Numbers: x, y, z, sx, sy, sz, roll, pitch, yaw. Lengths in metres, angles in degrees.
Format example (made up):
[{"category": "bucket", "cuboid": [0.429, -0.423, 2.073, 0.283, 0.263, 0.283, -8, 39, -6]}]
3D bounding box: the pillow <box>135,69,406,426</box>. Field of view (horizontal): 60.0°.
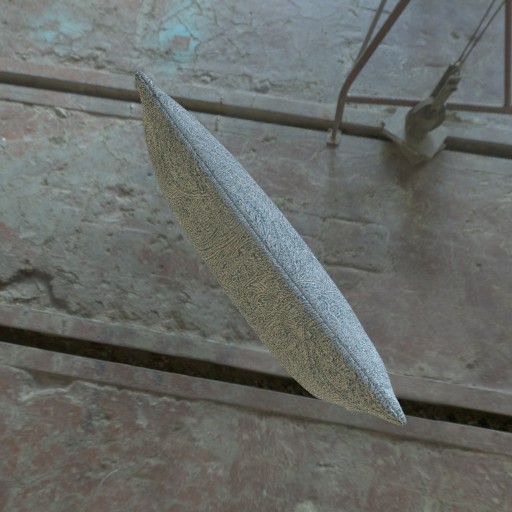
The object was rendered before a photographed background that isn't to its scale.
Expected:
[{"category": "pillow", "cuboid": [0.000, 0.000, 0.734, 0.151, 0.295, 0.615, -35, 77, -9]}]
